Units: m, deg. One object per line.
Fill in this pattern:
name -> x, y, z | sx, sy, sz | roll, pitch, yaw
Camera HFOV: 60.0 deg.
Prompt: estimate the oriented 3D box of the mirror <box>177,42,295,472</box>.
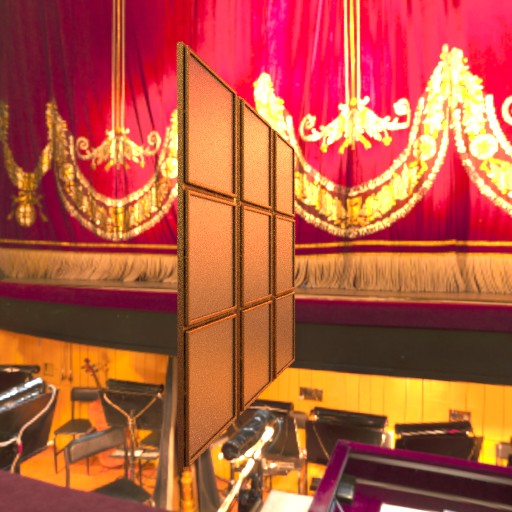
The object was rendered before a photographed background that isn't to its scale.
mirror -> 0.000, 0.000, 1.433 | 0.023, 0.926, 1.011 | 0, 1, 18
